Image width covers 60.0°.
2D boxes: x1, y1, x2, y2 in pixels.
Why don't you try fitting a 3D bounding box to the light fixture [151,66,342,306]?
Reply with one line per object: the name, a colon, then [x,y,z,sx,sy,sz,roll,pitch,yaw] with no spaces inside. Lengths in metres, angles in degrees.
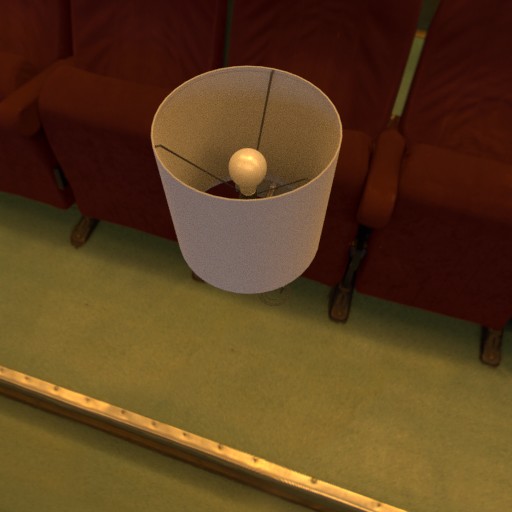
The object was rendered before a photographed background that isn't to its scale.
light fixture: [0.000,0.000,0.704,0.188,0.589,0.248,15,60,9]
